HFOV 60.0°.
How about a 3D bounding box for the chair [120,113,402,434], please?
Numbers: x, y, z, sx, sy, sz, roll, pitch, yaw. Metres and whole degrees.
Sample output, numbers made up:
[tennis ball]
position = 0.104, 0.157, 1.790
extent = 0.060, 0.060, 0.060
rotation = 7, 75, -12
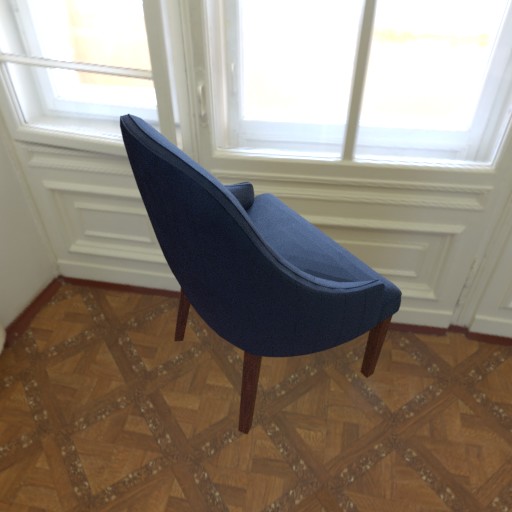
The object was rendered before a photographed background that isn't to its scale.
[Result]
[chair]
position = 0.000, 0.000, 1.266
extent = 0.575, 0.889, 0.643
rotation = -25, 46, -26
